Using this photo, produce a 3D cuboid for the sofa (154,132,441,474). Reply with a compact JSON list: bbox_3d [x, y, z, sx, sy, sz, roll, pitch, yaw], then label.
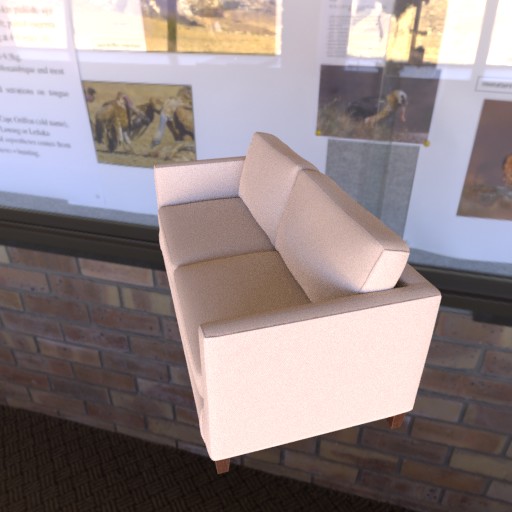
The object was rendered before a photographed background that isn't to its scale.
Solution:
[{"bbox_3d":[0.000,0.000,2.247,0.873,0.888,1.722,-8,31,-14],"label":"sofa"}]
